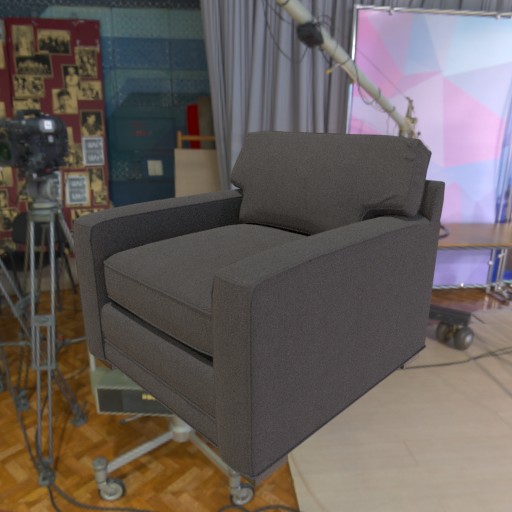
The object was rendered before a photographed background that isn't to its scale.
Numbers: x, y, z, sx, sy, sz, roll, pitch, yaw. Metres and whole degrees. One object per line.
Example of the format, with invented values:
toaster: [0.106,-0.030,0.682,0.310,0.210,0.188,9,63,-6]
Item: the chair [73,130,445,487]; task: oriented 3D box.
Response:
chair: [0.000,0.000,1.735,1.043,0.913,0.997,-17,24,-42]
